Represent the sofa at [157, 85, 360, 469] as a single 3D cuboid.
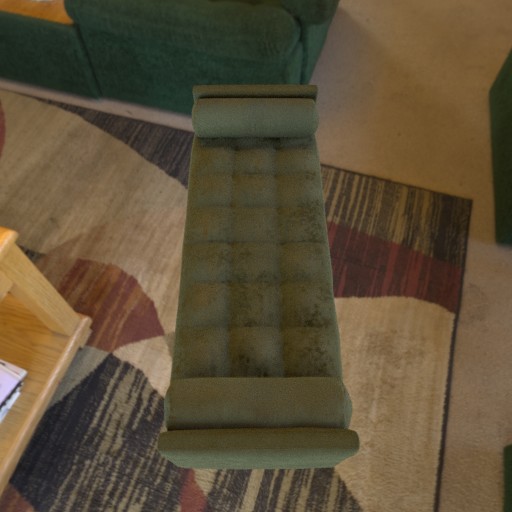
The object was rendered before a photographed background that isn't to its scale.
[{"bbox_3d":[0.000,0.000,2.476,0.817,0.681,2.130,0,59,0],"label":"sofa"}]
